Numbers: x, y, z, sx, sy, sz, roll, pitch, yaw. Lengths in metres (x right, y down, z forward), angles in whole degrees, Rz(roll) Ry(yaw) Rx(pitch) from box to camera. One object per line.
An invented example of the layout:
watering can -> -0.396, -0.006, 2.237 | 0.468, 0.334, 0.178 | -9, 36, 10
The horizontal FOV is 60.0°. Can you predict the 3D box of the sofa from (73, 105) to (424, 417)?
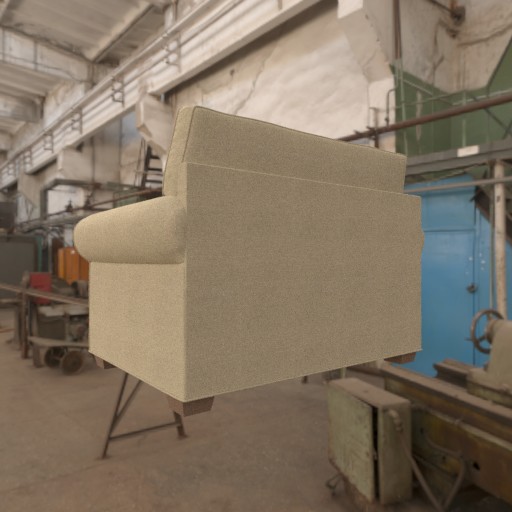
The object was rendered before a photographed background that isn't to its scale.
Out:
sofa -> 0.000, 0.000, 2.061 | 1.405, 0.991, 0.936 | 0, 0, -37
